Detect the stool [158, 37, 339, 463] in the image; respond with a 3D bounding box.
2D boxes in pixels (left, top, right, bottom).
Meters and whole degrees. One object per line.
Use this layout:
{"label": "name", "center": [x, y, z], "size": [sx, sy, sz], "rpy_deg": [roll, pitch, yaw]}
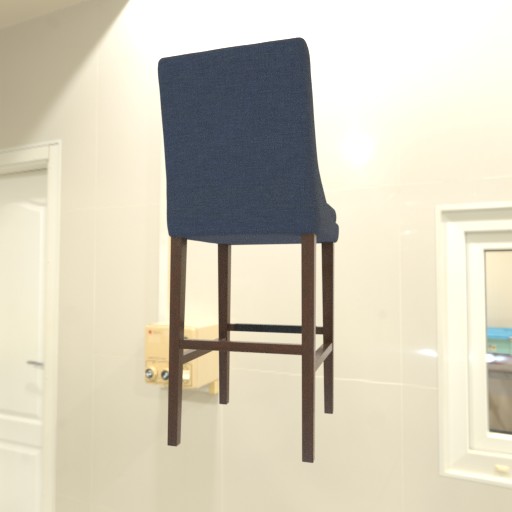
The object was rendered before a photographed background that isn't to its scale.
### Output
{"label": "stool", "center": [0.000, 0.000, 1.388], "size": [0.470, 1.078, 0.577], "rpy_deg": [-1, -2, 16]}
